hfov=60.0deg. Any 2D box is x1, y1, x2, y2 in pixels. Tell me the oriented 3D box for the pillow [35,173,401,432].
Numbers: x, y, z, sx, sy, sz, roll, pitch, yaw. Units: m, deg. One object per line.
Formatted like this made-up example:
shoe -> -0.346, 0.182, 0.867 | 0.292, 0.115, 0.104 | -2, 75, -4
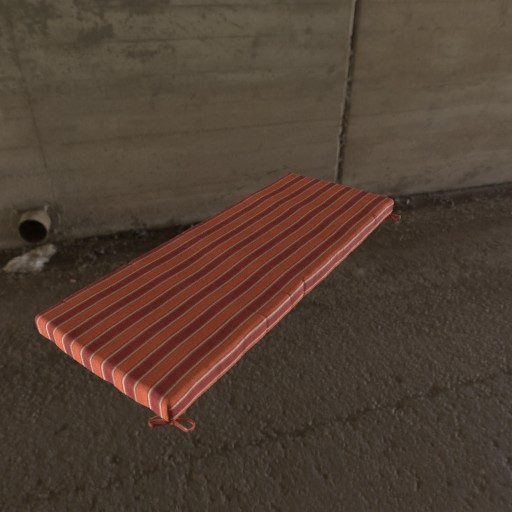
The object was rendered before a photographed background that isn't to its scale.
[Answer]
pillow -> 0.000, 0.000, 1.337 | 0.492, 0.081, 1.187 | 21, 38, 30
